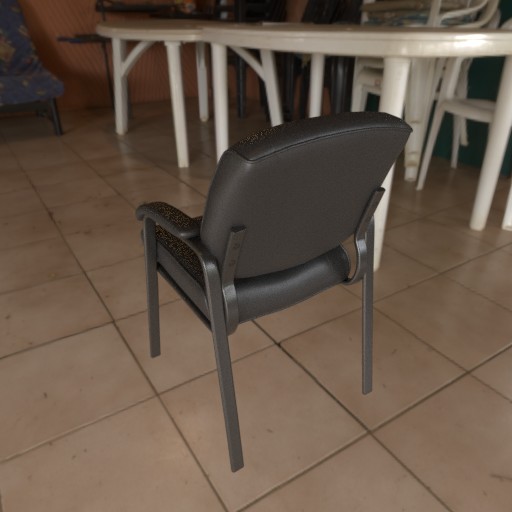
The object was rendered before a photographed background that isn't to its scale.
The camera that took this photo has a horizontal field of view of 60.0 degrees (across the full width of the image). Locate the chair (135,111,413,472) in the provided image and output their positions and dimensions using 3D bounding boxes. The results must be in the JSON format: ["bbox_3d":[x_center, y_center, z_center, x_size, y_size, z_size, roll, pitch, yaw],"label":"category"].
[{"bbox_3d":[0.000,0.000,1.323,0.591,0.910,0.668,-18,33,-29],"label":"chair"}]
